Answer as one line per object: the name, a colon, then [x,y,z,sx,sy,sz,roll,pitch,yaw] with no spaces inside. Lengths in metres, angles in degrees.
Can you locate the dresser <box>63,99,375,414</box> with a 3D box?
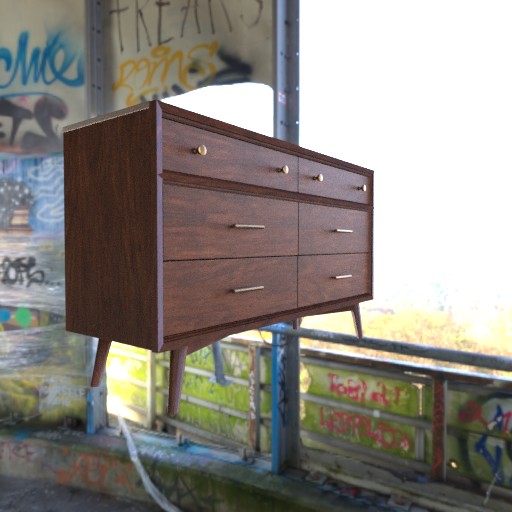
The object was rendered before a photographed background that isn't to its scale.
dresser: [0.000,0.000,1.929,0.500,0.889,1.472,1,2,38]
